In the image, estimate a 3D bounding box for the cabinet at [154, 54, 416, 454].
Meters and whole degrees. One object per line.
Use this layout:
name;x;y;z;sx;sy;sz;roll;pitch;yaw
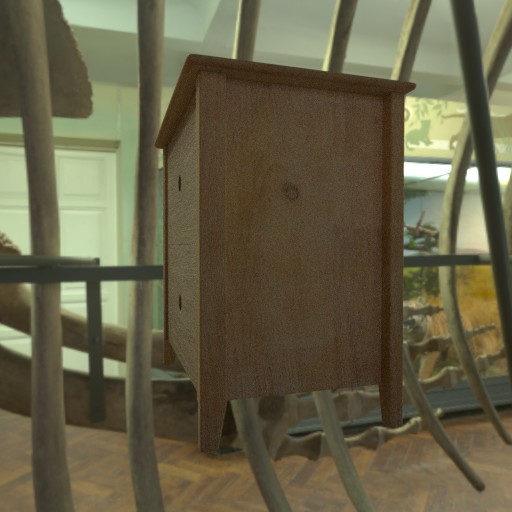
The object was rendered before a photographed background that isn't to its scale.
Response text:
cabinet;0.000;0.000;1.257;0.503;0.762;0.763;0;1;-17
